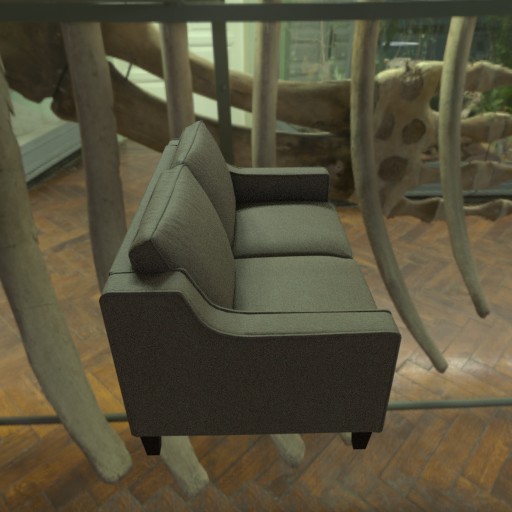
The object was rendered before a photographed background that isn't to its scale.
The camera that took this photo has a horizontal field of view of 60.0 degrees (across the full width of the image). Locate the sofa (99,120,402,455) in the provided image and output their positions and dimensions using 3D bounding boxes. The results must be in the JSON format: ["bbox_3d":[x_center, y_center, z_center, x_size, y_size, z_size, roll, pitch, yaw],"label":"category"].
[{"bbox_3d":[0.000,0.000,2.137,0.985,0.981,1.503,-1,32,-1],"label":"sofa"}]
